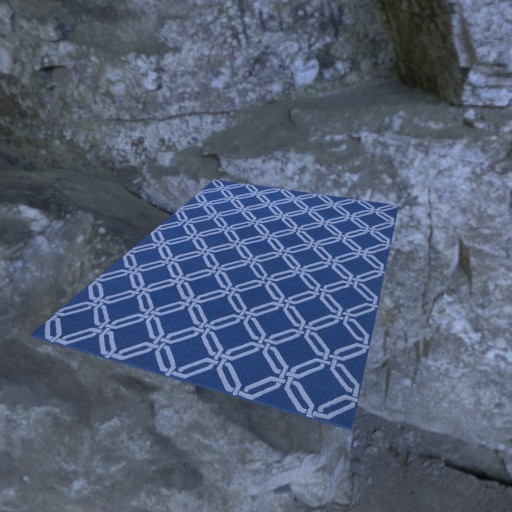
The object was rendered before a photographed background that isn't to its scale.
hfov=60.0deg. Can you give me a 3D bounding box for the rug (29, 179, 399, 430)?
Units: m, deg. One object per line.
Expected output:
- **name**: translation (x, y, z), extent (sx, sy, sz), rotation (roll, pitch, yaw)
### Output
- **rug**: translation (0.000, 0.000, 4.324), extent (2.432, 0.018, 3.342), rotation (11, 33, 17)
